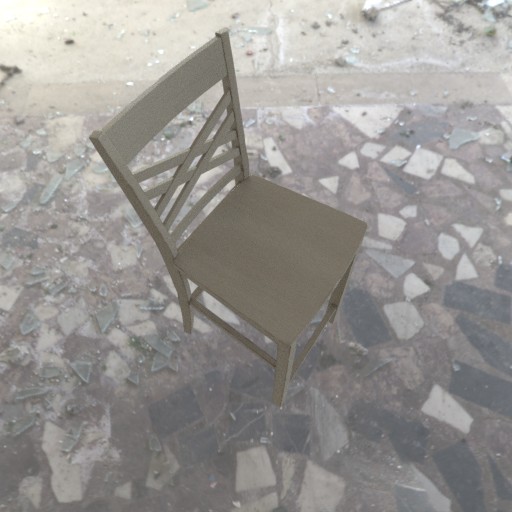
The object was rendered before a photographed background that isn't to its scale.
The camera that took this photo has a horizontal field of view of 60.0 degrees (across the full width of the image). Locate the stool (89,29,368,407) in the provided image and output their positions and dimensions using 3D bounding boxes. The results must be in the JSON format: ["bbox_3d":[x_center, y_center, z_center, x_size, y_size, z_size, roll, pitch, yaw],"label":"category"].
[{"bbox_3d":[0.000,0.000,1.380,0.539,1.079,0.462,30,62,17],"label":"stool"}]
